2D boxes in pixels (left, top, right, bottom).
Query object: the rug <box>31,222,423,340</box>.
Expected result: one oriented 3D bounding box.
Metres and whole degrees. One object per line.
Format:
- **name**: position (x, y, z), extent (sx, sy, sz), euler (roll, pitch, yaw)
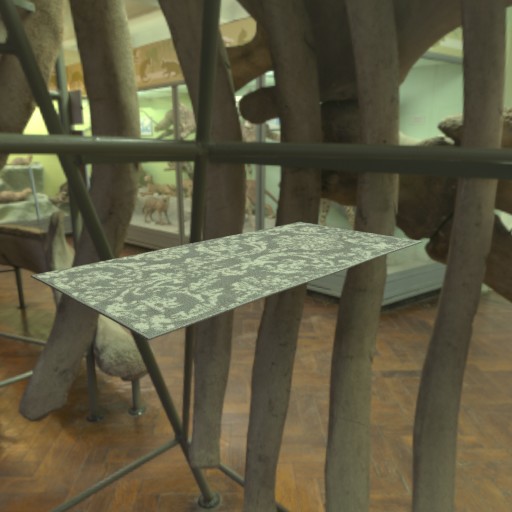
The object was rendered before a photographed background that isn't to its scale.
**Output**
- **rug**: position (0.000, 0.000, 1.479), extent (0.604, 0.007, 1.219), euler (14, 20, 42)
